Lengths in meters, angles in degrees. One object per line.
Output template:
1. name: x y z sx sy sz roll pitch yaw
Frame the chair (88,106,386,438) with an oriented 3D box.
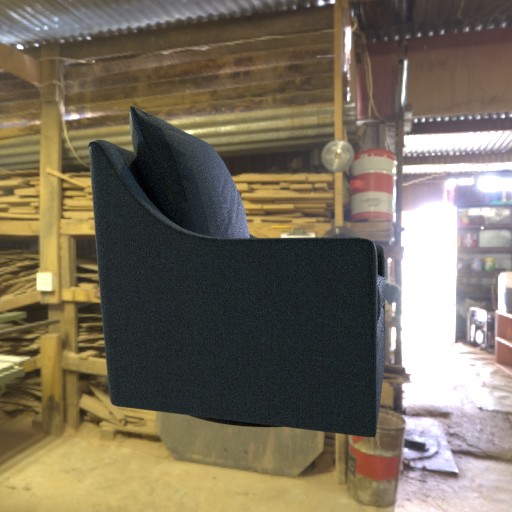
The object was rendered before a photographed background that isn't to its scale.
1. chair: 0.000 0.000 1.565 0.870 0.939 0.750 0 0 18
